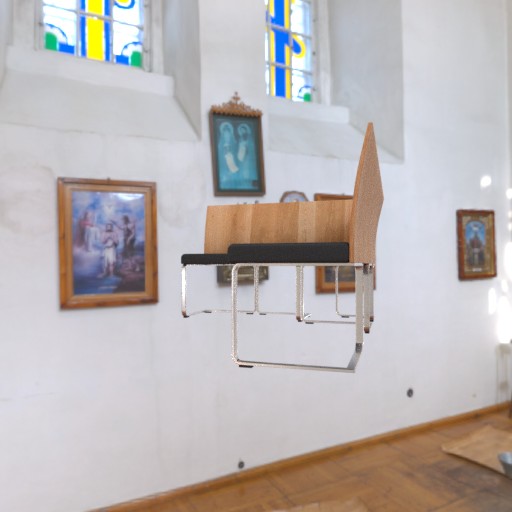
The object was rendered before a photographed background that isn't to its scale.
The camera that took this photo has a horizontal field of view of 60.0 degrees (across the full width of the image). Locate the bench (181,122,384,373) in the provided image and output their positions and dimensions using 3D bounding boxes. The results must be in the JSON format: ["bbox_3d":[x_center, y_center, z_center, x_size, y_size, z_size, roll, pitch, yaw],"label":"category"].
[{"bbox_3d":[0.000,0.000,2.755,1.495,0.930,1.945,0,-1,17],"label":"bench"}]
